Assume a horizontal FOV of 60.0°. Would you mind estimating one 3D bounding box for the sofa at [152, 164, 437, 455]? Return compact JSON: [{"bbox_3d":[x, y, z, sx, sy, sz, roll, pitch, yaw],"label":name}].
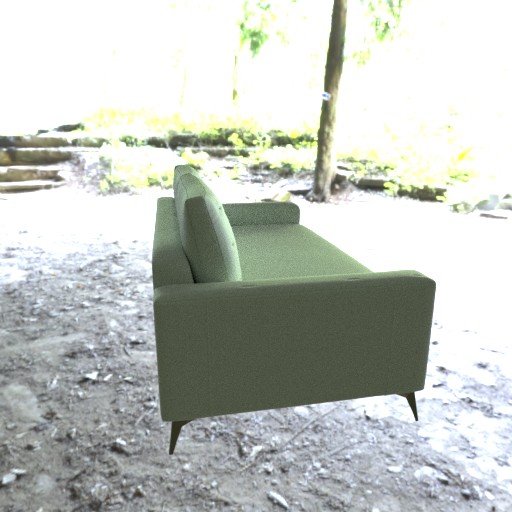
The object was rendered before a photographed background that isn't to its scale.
[{"bbox_3d":[0.000,0.000,2.123,0.920,0.790,1.650,-3,16,-11],"label":"sofa"}]
